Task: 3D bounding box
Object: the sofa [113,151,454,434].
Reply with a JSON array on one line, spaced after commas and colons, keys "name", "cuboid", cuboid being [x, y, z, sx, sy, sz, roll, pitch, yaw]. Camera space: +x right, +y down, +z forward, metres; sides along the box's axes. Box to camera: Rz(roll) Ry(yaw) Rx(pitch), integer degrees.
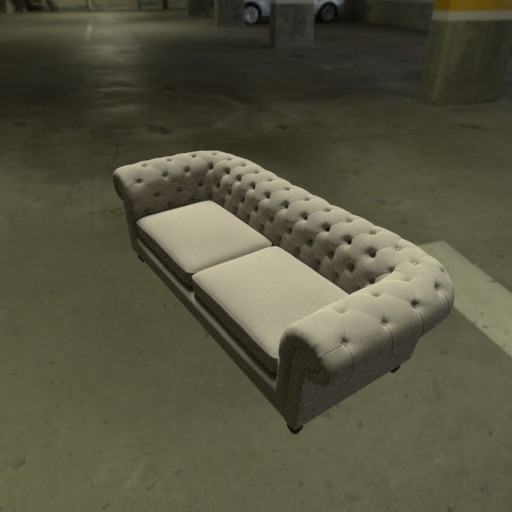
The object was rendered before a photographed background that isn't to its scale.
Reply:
[{"name": "sofa", "cuboid": [0.000, 0.000, 2.824, 0.991, 0.749, 2.411, -20, 37, -29]}]
